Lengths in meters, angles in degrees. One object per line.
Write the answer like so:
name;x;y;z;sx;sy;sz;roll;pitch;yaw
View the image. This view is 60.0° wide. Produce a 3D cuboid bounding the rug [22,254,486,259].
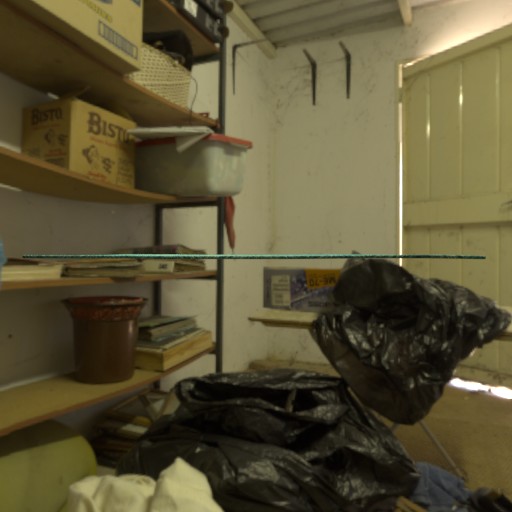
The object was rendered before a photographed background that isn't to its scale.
rug;0.000;0.000;2.197;1.728;0.017;1.136;0;0;1
